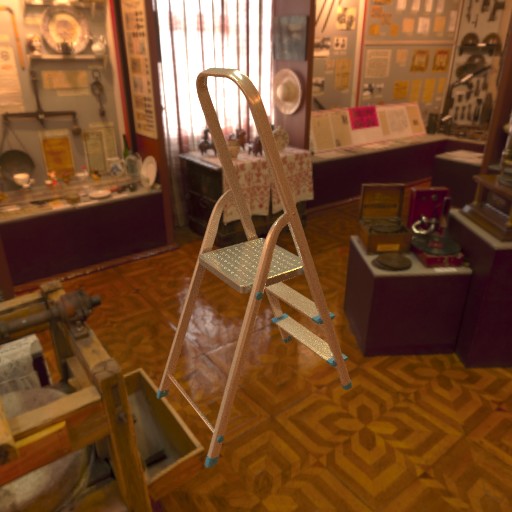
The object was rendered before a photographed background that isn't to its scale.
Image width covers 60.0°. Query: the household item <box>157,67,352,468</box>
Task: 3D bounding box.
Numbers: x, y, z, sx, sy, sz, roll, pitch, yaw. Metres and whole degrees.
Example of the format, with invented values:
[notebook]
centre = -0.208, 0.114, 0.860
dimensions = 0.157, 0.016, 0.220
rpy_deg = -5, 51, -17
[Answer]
[household item]
centre = 0.000, 0.000, 1.549
dimensions = 0.687, 1.215, 0.420
rpy_deg = -16, 29, -32
